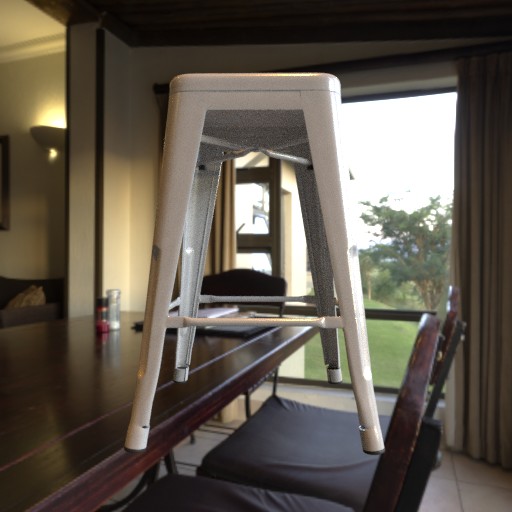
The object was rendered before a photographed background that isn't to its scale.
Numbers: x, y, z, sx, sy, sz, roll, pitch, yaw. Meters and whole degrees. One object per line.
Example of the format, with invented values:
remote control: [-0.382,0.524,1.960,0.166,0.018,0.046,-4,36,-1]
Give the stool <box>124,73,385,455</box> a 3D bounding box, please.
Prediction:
stool: [0.000,0.000,0.877,0.406,0.610,0.406,0,0,1]
